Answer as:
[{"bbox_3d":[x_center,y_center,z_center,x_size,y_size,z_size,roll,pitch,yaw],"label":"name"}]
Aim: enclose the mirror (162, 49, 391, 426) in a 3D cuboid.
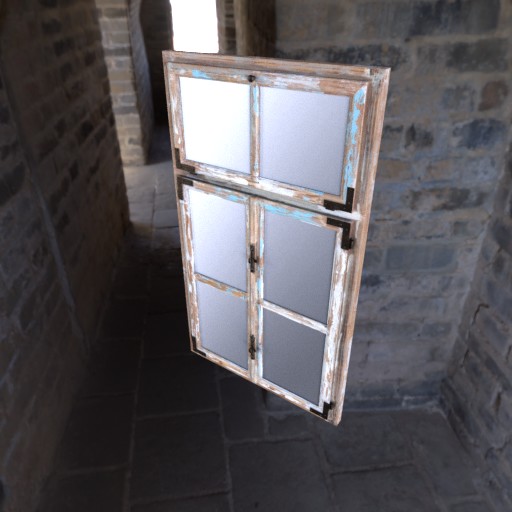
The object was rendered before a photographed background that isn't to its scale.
[{"bbox_3d":[0.000,0.000,1.483,0.707,1.213,0.083,19,35,29],"label":"mirror"}]
